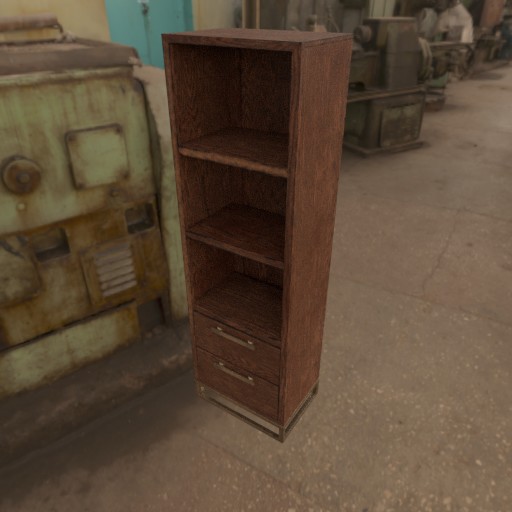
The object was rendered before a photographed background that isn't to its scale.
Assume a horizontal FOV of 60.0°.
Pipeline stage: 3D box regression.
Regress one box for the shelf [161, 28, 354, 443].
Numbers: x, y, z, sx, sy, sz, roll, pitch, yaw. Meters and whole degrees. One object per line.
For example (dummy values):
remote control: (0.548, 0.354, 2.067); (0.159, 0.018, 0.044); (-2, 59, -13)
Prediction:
shelf: (0.000, 0.000, 1.927); (0.539, 1.732, 0.395); (19, 35, 28)
